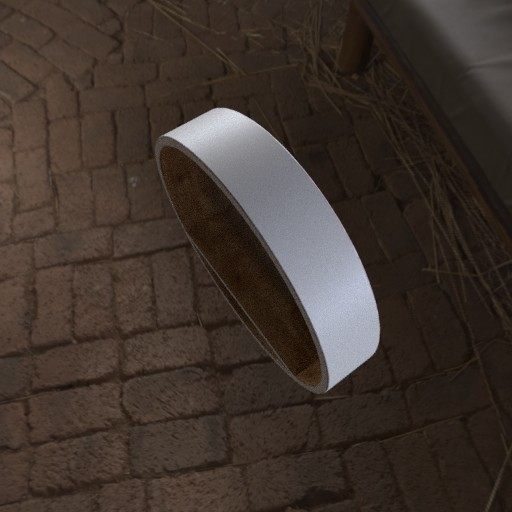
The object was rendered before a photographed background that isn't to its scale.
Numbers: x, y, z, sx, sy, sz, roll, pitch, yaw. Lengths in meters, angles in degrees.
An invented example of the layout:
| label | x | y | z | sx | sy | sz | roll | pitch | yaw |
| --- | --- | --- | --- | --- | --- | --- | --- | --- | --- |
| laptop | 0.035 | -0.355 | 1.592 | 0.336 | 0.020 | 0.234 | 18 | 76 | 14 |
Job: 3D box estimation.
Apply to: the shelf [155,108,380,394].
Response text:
| label | x | y | z | sx | sy | sz | roll | pitch | yaw |
| --- | --- | --- | --- | --- | --- | --- | --- | --- | --- |
| shelf | 0.000 | 0.000 | 1.257 | 0.158 | 0.807 | 0.806 | -33 | 68 | -15 |
